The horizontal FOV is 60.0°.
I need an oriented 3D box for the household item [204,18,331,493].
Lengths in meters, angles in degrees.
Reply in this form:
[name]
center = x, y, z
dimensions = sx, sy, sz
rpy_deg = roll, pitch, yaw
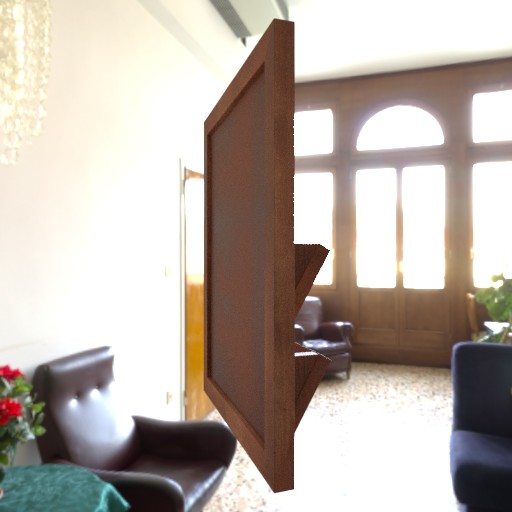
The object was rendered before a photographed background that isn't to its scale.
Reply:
[household item]
center = 0.000, 0.000, 0.536
dimensions = 0.067, 0.407, 0.310
rpy_deg = 0, 0, -18
